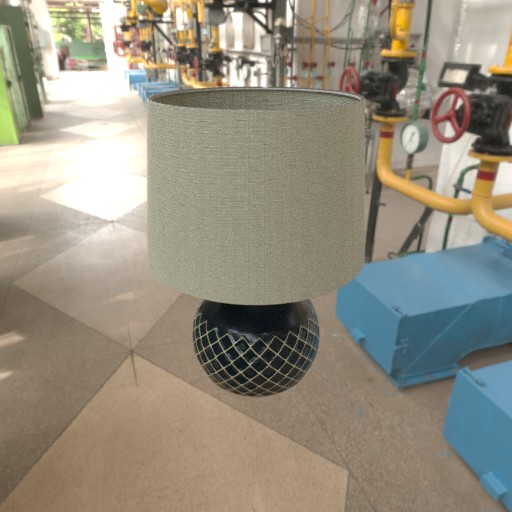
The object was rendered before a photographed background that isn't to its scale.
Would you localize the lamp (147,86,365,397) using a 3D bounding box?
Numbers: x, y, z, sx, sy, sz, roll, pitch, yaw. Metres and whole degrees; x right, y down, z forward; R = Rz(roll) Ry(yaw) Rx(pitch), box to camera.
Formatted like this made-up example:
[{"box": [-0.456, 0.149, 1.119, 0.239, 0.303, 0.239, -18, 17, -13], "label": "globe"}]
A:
[{"box": [0.000, 0.000, 0.790, 0.376, 0.540, 0.376, 0, 26, 0], "label": "lamp"}]
